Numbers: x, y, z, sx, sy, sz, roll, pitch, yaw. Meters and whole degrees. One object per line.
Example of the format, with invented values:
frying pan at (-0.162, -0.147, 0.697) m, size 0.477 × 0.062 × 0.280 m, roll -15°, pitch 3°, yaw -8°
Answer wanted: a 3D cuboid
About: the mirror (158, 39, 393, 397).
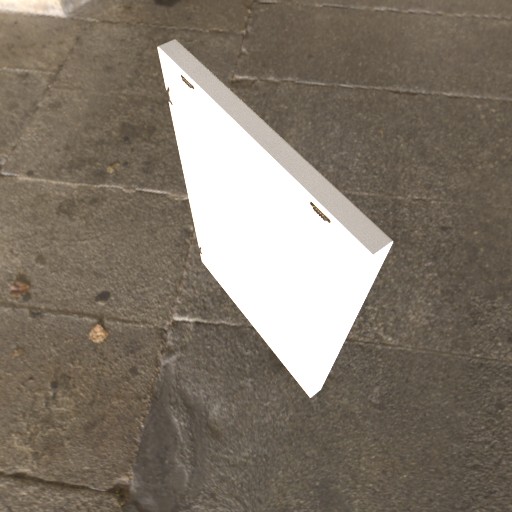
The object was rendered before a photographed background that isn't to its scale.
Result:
mirror at (0.000, 0.000, 0.943) m, size 0.040 × 0.710 × 0.507 m, roll -33°, pitch 64°, yaw -18°
